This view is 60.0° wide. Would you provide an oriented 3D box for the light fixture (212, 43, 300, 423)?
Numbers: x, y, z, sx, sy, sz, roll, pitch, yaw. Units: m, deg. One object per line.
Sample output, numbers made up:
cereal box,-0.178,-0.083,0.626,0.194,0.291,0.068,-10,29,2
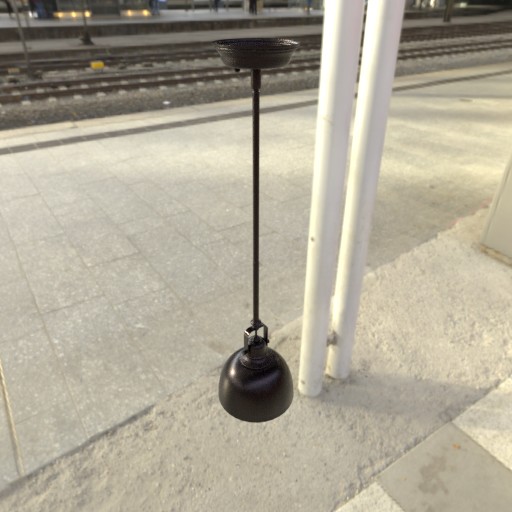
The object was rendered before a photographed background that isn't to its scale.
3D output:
light fixture,0.000,0.000,0.880,0.182,0.768,0.182,-20,36,-30
